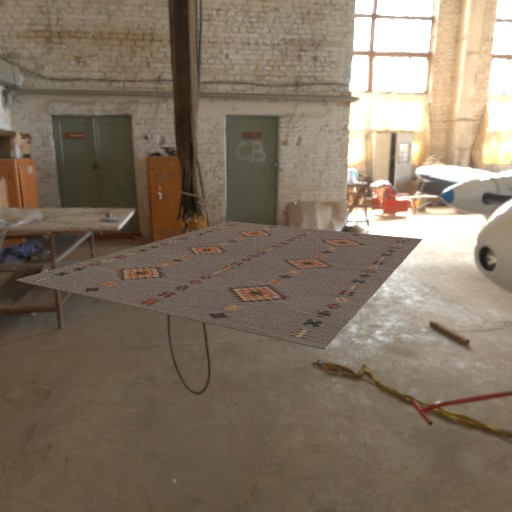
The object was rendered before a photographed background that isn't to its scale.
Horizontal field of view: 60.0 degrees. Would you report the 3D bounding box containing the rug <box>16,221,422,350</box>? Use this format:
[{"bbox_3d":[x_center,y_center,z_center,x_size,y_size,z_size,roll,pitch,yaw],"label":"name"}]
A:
[{"bbox_3d":[0.000,0.000,4.023,2.425,0.008,3.035,7,16,28],"label":"rug"}]
